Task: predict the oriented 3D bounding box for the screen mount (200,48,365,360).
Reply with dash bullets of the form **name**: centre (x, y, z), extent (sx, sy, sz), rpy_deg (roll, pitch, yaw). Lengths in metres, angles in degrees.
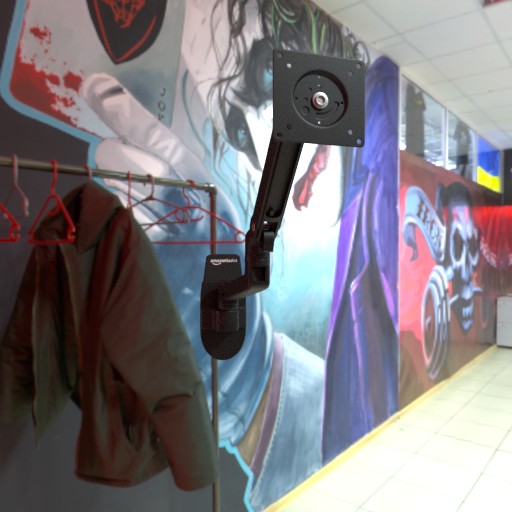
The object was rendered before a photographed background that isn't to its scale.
- **screen mount**: centre (0.000, 0.000, 0.744), extent (0.115, 0.466, 0.495), rpy_deg (0, 1, -17)
